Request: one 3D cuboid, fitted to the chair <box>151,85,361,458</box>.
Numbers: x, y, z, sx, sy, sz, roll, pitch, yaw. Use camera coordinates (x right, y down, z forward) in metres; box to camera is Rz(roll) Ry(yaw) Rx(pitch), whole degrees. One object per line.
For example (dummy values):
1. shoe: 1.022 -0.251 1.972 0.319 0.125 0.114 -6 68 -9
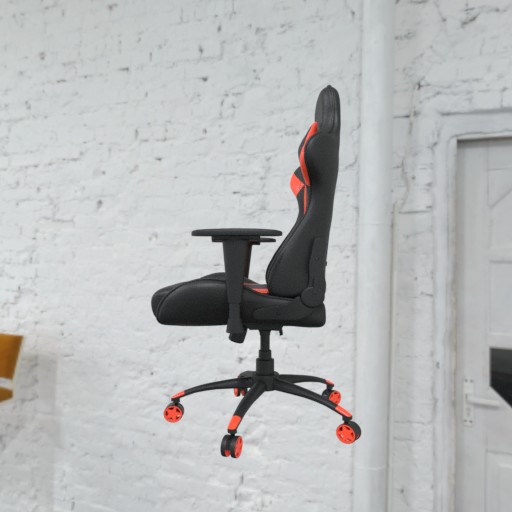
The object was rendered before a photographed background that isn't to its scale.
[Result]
1. chair: 0.000 0.000 1.725 0.730 1.282 0.695 0 0 1
